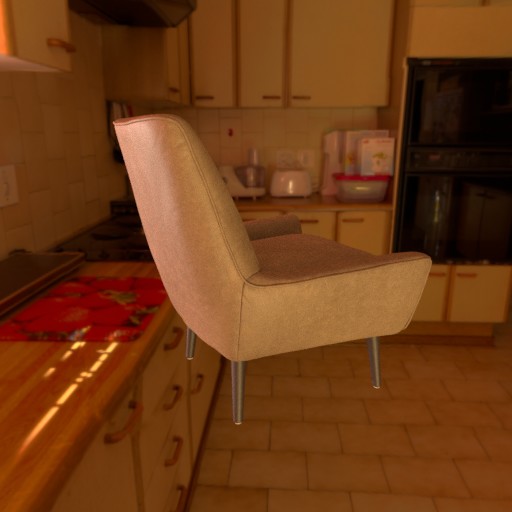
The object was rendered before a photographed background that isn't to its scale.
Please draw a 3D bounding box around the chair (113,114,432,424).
[{"bbox_3d":[0.000,0.000,1.483,0.824,0.888,0.787,-8,17,-26],"label":"chair"}]
